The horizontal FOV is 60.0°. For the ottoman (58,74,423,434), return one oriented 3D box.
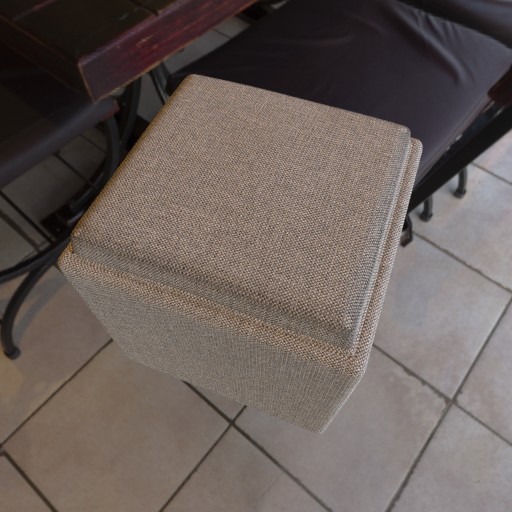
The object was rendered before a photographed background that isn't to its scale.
[{"bbox_3d":[0.000,0.000,0.841,0.454,0.487,0.436,18,60,11],"label":"ottoman"}]
